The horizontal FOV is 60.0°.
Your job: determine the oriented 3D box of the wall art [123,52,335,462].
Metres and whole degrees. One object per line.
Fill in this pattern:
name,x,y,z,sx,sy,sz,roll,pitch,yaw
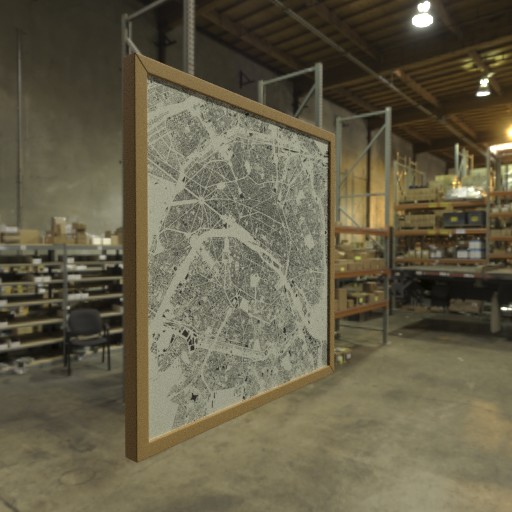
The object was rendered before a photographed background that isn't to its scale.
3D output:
wall art,0.000,0.000,1.129,0.037,0.761,0.761,1,2,38
